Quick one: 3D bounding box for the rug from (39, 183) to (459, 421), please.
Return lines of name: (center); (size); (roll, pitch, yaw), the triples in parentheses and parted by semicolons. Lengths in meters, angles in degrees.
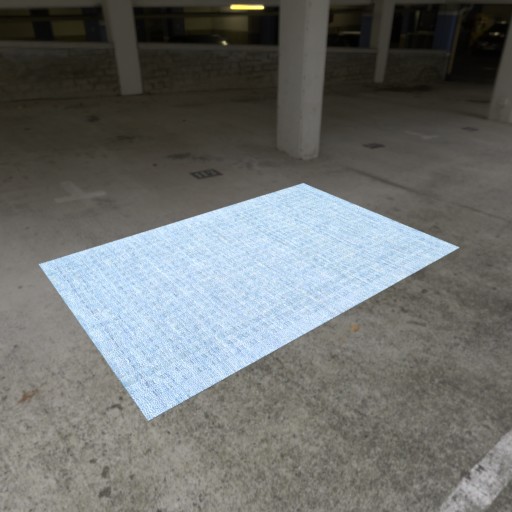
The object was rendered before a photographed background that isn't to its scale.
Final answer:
rug: (0.000, 0.000, 2.888); (2.286, 0.006, 1.522); (-22, 37, -32)
